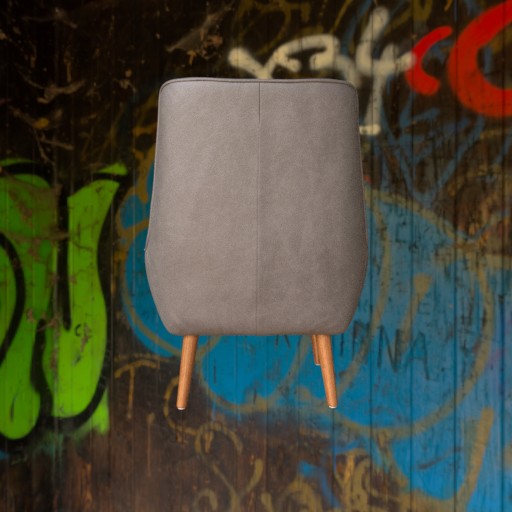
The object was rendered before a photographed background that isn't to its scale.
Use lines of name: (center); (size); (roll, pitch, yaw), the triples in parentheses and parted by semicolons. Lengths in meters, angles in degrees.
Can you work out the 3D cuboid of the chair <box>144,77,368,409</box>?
chair: (0.000, 0.000, 1.469); (0.787, 0.888, 0.822); (0, 0, -2)
